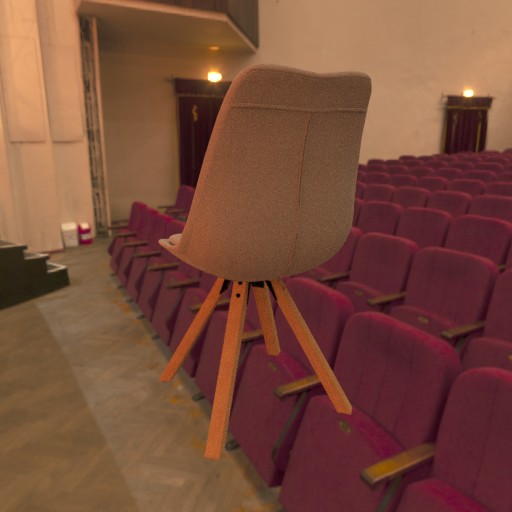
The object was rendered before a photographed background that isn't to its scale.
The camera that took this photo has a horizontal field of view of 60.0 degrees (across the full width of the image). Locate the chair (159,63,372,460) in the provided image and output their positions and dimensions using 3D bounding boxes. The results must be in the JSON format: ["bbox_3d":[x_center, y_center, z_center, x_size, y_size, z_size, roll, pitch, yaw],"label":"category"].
[{"bbox_3d":[0.000,0.000,1.180,0.474,0.863,0.549,-7,16,-26],"label":"chair"}]
